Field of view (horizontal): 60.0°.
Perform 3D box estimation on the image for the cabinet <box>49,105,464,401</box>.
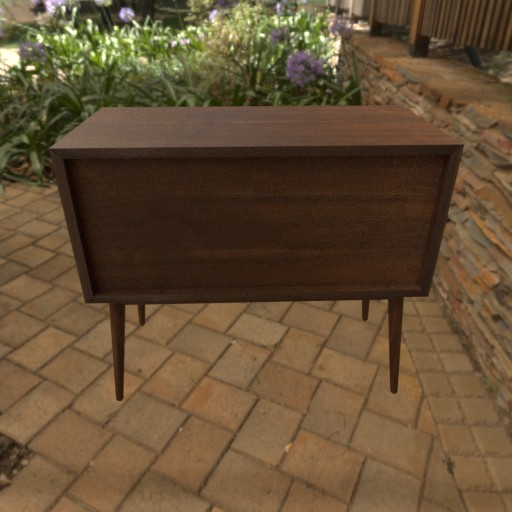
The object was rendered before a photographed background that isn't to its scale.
[{"bbox_3d":[0.000,0.000,1.109,0.743,0.654,0.354,-1,30,-2],"label":"cabinet"}]
